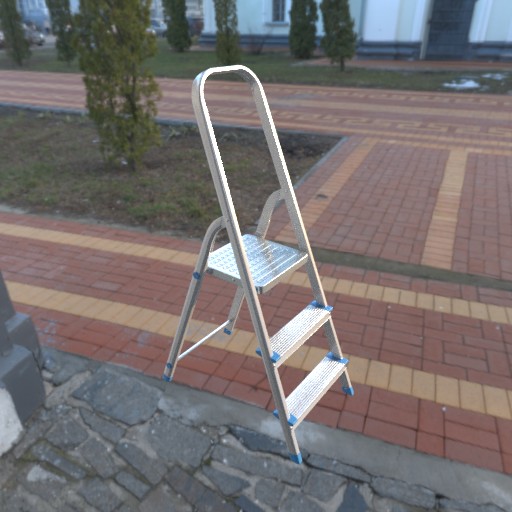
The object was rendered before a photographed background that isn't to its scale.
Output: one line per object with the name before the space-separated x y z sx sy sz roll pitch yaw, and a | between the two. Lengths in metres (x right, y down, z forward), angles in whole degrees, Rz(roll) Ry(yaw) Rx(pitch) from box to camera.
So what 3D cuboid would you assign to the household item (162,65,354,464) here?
household item | 0.000 0.000 1.555 0.687 1.215 0.420 20 34 32
